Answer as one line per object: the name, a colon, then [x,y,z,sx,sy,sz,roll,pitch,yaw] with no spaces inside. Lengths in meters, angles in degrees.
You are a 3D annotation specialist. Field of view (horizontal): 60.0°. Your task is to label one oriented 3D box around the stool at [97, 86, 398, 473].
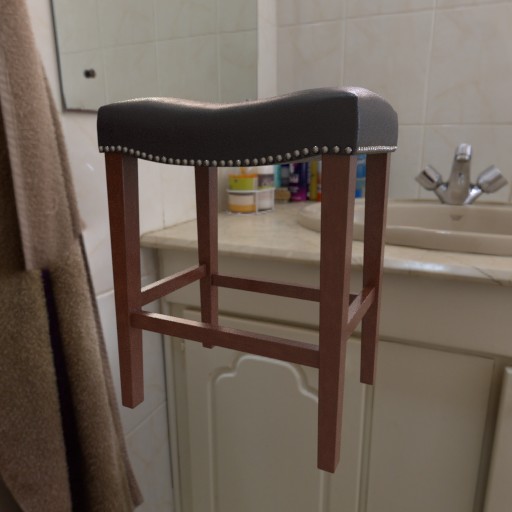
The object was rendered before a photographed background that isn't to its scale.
stool: [0.000,0.000,0.954,0.504,0.654,0.372,7,16,25]
